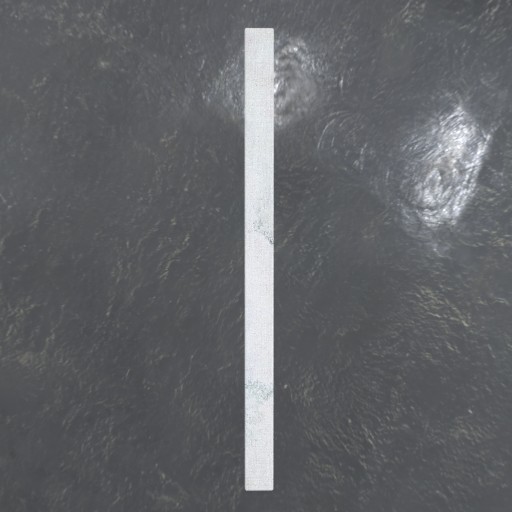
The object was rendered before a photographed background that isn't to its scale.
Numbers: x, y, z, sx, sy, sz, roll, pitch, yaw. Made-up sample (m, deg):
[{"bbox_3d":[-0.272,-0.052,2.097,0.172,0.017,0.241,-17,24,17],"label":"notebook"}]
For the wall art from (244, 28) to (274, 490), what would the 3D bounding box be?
[{"bbox_3d":[0.000,0.000,0.890,0.040,0.612,0.612,0,92,-1],"label":"wall art"}]
